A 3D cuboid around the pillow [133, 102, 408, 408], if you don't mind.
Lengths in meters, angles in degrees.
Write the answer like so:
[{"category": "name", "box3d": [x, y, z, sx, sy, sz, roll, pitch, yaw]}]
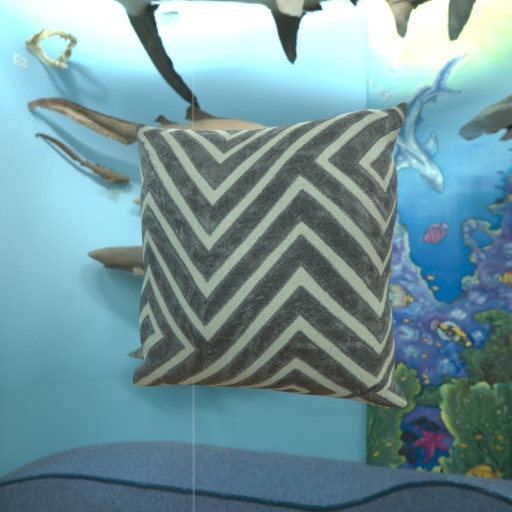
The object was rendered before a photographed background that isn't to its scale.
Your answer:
[{"category": "pillow", "box3d": [0.000, 0.000, 0.678, 0.440, 0.441, 0.182, 0, 1, 17]}]
